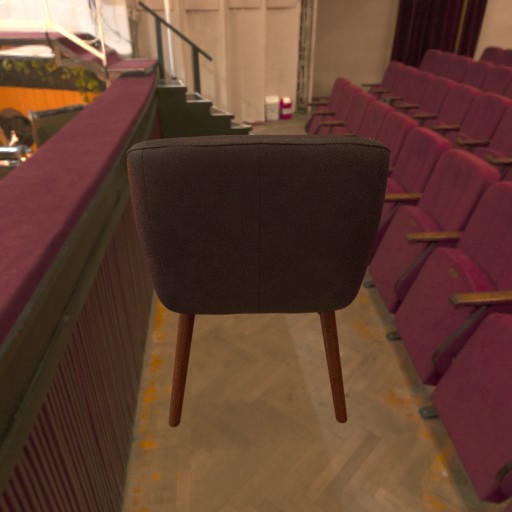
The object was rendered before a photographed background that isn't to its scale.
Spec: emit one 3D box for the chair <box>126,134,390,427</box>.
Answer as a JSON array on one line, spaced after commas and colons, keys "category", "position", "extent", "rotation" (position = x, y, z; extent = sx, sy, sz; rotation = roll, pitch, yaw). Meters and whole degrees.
[{"category": "chair", "position": [0.000, 0.000, 1.285], "extent": [0.610, 0.828, 0.610], "rotation": [-1, 29, -1]}]
